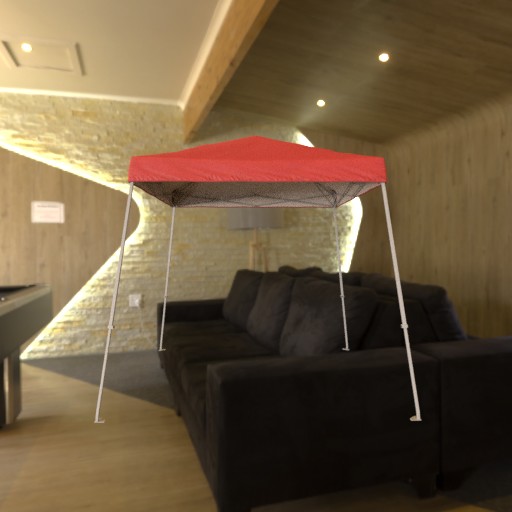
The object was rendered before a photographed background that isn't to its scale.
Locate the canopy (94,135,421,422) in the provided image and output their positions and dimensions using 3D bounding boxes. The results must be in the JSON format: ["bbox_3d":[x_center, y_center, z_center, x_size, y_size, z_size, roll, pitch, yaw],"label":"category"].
[{"bbox_3d":[0.000,0.000,6.651,3.599,3.600,3.600,0,1,-1],"label":"canopy"}]
